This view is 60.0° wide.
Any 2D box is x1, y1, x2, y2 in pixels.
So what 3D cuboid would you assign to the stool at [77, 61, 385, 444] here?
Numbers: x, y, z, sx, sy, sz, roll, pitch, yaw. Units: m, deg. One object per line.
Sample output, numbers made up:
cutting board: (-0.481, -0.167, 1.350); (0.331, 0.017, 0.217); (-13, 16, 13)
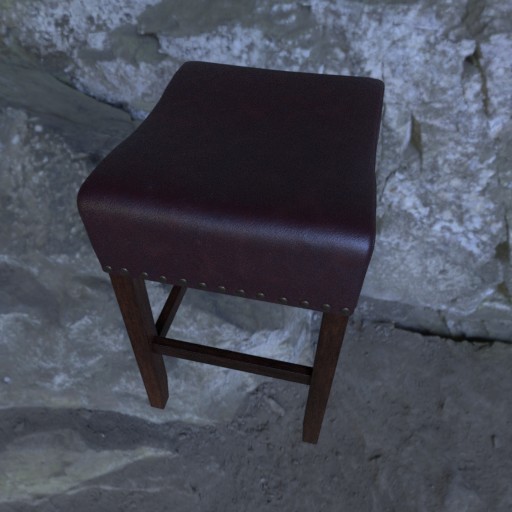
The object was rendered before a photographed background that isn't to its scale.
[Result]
stool: (0.000, 0.000, 0.915); (0.397, 0.608, 0.465); (9, 46, 9)
